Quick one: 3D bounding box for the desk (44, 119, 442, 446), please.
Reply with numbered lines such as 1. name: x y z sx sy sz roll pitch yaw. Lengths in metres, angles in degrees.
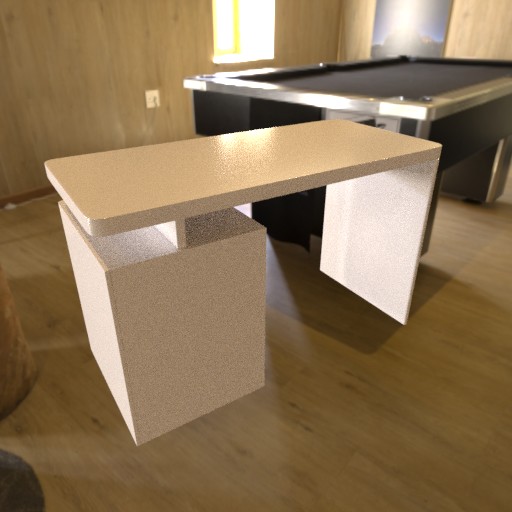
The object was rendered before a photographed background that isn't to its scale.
1. desk: 0.000 0.000 1.613 1.200 0.760 0.550 -17 33 -28
